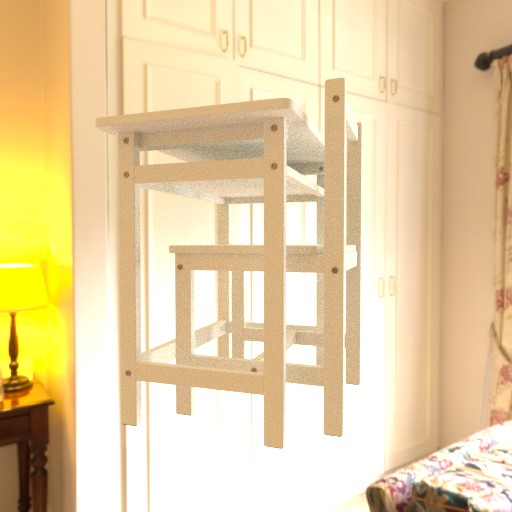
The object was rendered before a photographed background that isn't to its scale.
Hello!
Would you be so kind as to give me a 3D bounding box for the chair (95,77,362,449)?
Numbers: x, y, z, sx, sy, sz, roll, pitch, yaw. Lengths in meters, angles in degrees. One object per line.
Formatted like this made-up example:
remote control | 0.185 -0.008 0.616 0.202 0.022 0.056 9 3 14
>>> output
chair | 0.000 0.000 1.061 0.461 0.673 0.599 1 2 19
